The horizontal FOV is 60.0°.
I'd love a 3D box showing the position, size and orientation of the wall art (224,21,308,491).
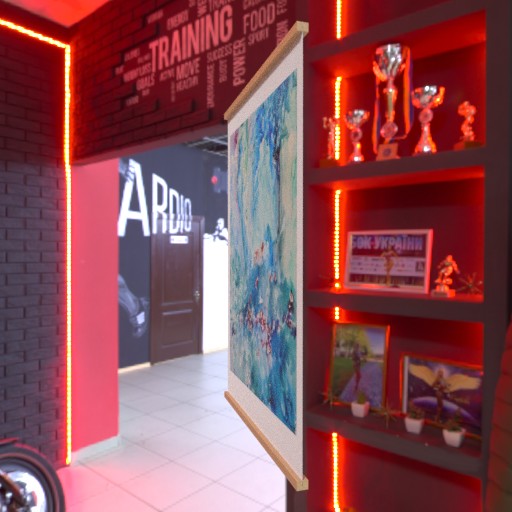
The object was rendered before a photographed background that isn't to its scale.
[{"bbox_3d":[0.000,0.000,1.902,0.040,1.510,0.991,0,0,-18],"label":"wall art"}]
